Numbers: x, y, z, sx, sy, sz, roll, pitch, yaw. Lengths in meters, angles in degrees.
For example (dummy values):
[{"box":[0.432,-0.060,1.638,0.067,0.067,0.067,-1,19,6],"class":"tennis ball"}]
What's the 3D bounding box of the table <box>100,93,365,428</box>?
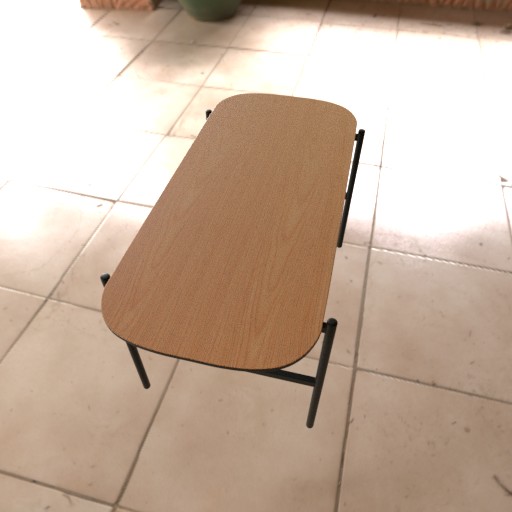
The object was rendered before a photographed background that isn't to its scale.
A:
[{"box":[0.000,0.000,1.049,0.400,0.400,0.800,10,48,9],"class":"table"}]
